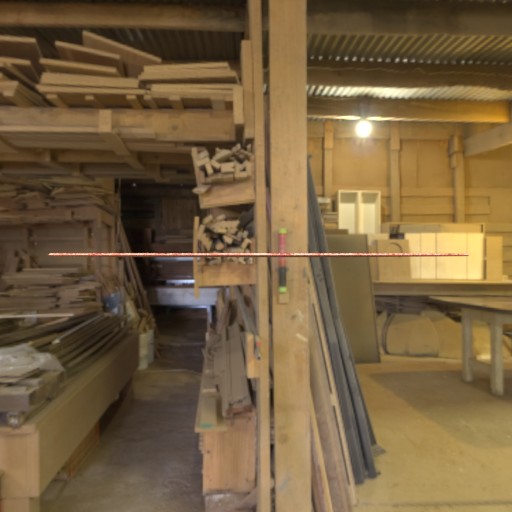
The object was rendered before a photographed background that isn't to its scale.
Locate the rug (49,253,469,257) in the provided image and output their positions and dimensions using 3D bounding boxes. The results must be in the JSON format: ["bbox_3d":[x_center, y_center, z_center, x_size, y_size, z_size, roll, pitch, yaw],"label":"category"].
[{"bbox_3d":[0.000,0.000,4.086,2.441,0.016,3.050,0,0,-1],"label":"rug"}]
